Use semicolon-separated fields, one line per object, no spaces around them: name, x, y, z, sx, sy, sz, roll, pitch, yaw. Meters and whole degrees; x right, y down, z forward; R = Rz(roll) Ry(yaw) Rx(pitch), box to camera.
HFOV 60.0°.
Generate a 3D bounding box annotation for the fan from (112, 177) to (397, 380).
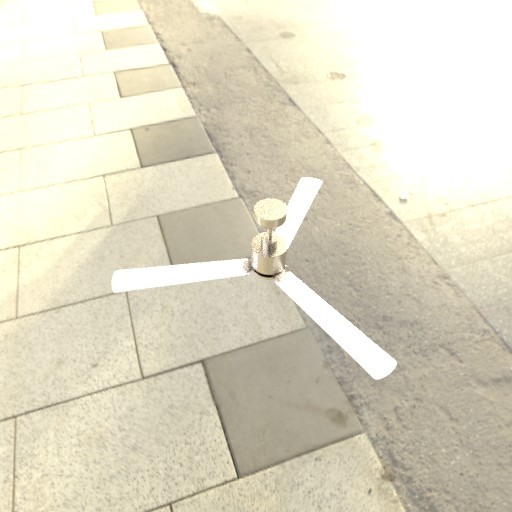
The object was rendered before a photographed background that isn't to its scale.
fan;0.000;0.000;2.359;1.531;0.446;1.561;-16;48;-15
